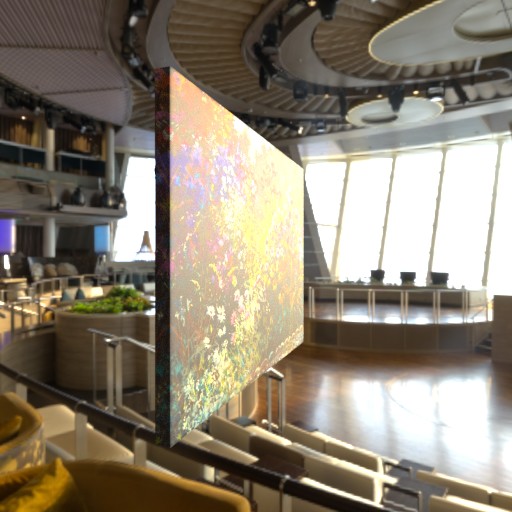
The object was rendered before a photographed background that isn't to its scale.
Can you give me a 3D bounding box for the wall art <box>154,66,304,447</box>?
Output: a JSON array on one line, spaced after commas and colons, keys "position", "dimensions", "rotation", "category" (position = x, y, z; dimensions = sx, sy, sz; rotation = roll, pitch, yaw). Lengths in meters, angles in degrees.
[{"position": [0.000, 0.000, 1.424], "dimensions": [0.042, 0.760, 1.136], "rotation": [0, 0, 20], "category": "wall art"}]
